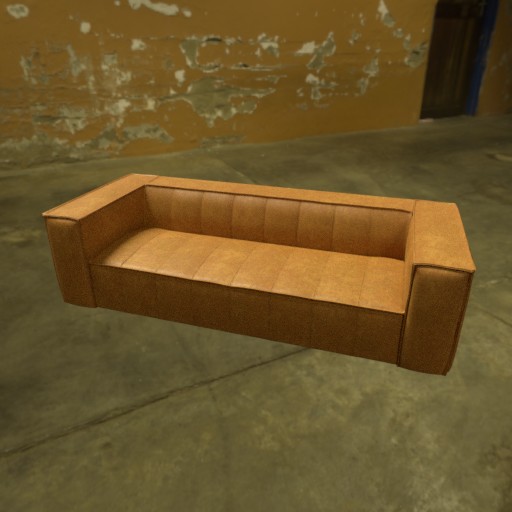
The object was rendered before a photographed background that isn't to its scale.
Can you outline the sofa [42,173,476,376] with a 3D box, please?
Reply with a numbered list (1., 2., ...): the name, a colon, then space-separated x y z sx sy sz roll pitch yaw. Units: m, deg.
1. sofa: 0.000 0.000 3.049 2.581 0.701 1.102 8 27 16
